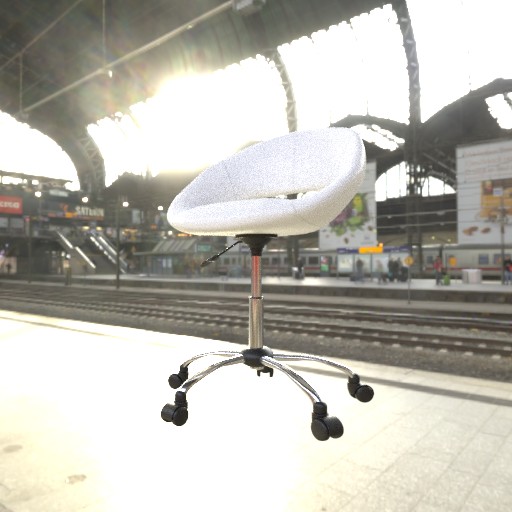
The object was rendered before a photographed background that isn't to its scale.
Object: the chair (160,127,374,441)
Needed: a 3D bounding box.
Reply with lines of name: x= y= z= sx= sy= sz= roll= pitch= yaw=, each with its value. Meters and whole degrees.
chair: x=0.000 y=0.000 z=1.204 sx=0.612 sy=0.791 sz=0.538 roll=-1 pitch=-1 yaw=36
